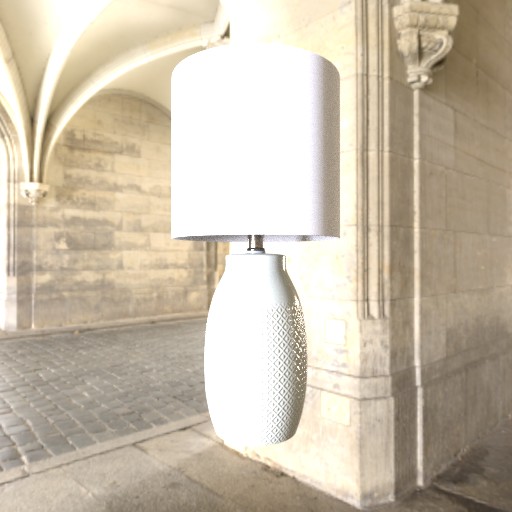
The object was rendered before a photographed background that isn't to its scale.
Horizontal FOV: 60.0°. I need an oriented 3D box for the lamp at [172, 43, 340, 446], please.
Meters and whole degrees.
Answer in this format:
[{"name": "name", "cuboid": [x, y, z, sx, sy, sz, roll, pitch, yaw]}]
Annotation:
[{"name": "lamp", "cuboid": [0.000, 0.000, 0.580, 0.217, 0.453, 0.217, 0, 0, 0]}]
